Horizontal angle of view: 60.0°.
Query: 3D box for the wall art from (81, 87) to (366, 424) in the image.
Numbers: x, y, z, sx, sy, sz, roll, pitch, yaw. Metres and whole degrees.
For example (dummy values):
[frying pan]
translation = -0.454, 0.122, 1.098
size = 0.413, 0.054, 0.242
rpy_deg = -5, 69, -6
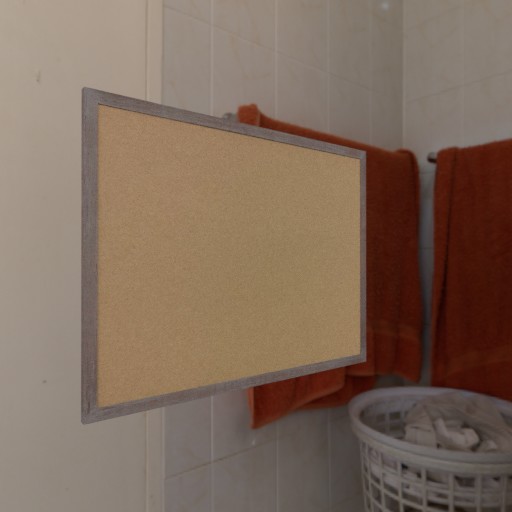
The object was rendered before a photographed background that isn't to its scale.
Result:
[wall art]
translation = 0.000, 0.000, 1.333
size = 1.012, 0.774, 0.019
rpy_deg = 0, 0, -38
